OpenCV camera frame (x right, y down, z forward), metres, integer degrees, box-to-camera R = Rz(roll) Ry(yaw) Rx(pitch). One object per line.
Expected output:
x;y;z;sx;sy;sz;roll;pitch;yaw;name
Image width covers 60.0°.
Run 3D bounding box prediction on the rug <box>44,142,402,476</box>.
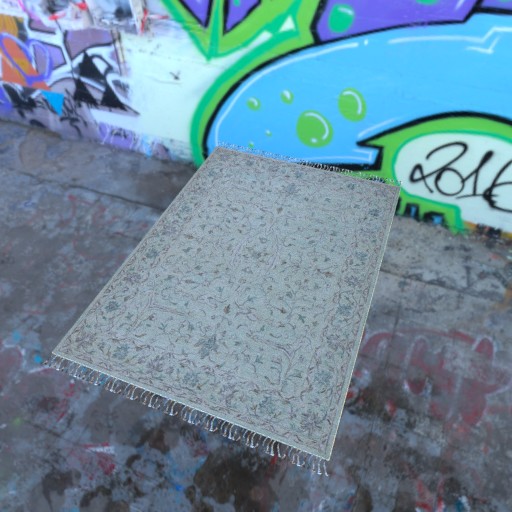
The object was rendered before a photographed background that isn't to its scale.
0.000;0.000;2.280;1.247;0.008;1.802;16;49;14;rug
